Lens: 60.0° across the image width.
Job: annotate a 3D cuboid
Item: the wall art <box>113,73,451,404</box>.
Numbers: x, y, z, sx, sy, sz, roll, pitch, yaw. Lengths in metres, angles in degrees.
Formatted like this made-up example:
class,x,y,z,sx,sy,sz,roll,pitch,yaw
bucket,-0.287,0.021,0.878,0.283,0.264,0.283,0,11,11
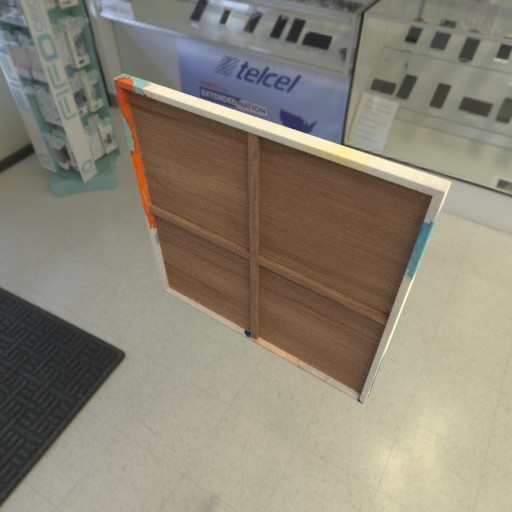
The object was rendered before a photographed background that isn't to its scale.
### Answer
class,x,y,z,sx,sy,sz,roll,pitch,yaw
wall art,0.000,0.000,1.228,0.814,0.814,0.037,25,51,23
